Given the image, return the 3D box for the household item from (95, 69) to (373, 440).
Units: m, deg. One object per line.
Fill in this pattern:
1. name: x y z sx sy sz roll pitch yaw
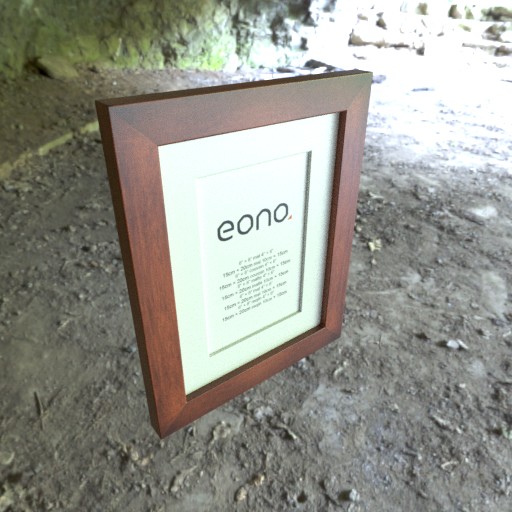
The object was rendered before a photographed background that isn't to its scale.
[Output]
1. household item: 0.000 0.000 0.340 0.200 0.250 0.020 -21 36 -32
